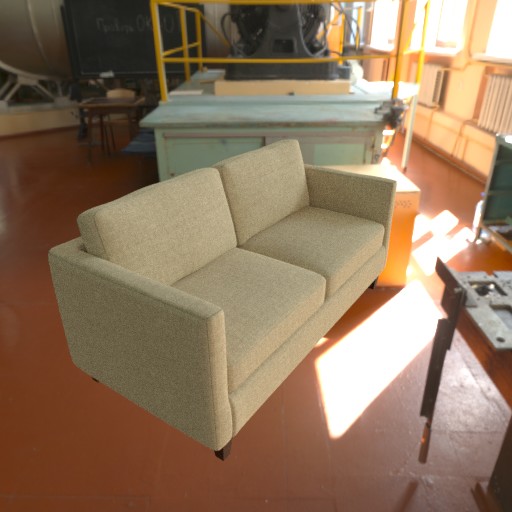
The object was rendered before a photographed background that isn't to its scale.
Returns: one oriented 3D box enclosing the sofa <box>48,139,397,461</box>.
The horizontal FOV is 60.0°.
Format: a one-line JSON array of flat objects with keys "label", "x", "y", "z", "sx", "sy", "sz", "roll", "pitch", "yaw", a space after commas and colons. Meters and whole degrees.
[{"label": "sofa", "x": 0.000, "y": 0.000, "z": 2.474, "sx": 0.950, "sy": 0.963, "sz": 1.884, "roll": 17, "pitch": 32, "yaw": 30}]
